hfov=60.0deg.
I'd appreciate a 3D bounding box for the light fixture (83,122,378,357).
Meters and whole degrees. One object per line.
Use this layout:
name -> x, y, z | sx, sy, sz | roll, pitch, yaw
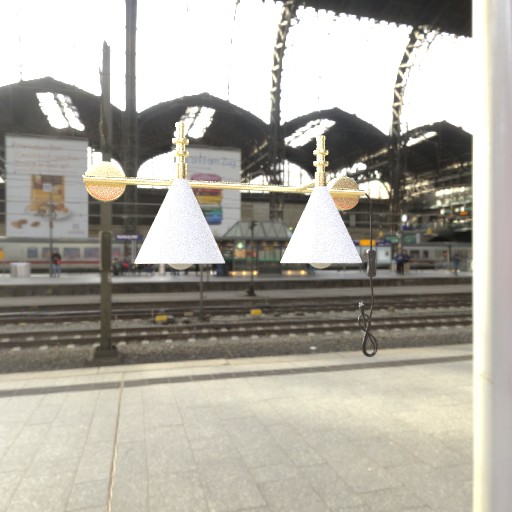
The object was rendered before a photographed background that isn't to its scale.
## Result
light fixture -> 0.000, 0.000, 0.869 | 0.642, 0.468, 0.239 | 0, 0, -18
